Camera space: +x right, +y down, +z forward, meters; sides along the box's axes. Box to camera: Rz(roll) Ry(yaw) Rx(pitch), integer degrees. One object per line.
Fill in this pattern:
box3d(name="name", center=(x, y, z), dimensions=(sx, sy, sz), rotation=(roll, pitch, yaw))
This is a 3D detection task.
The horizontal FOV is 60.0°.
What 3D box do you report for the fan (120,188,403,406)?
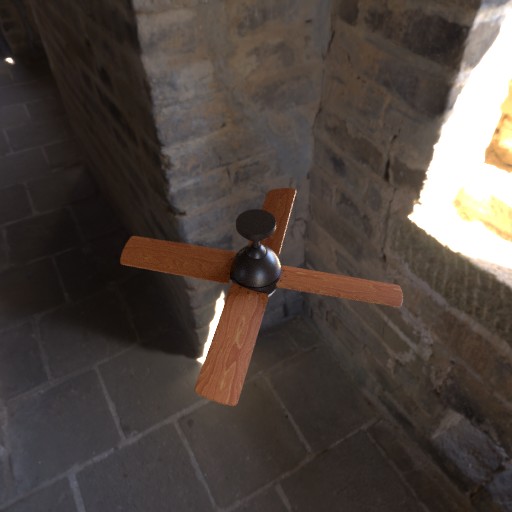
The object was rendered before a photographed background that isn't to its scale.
box3d(name="fan", center=(0.000, 0.000, 2.001), dimensions=(1.332, 0.403, 1.332), rotation=(9, 45, 9))
